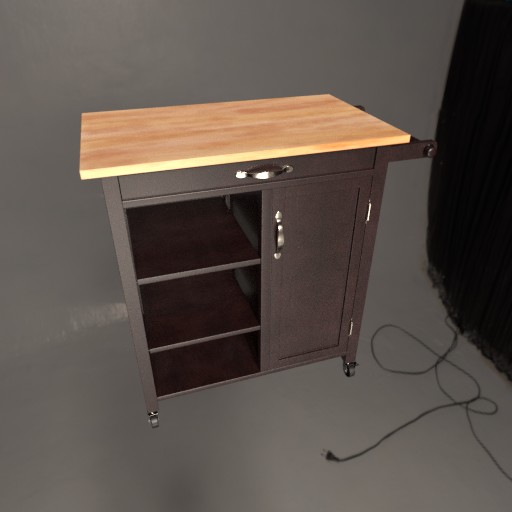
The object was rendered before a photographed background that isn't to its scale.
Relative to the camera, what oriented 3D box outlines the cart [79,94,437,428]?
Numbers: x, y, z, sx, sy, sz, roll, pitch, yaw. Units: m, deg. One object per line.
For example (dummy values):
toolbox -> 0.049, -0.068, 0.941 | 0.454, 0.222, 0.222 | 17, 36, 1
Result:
cart -> 0.000, 0.000, 1.453 | 0.914, 0.878, 0.472 | -10, 34, -15
